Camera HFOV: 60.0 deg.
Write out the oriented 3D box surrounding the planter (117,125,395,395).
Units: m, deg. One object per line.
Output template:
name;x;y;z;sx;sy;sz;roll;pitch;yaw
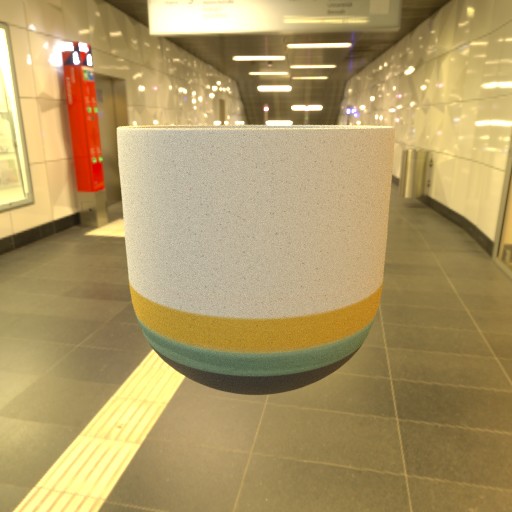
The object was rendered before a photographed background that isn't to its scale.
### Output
planter;0.000;0.000;0.481;0.268;0.270;0.268;0;17;0
